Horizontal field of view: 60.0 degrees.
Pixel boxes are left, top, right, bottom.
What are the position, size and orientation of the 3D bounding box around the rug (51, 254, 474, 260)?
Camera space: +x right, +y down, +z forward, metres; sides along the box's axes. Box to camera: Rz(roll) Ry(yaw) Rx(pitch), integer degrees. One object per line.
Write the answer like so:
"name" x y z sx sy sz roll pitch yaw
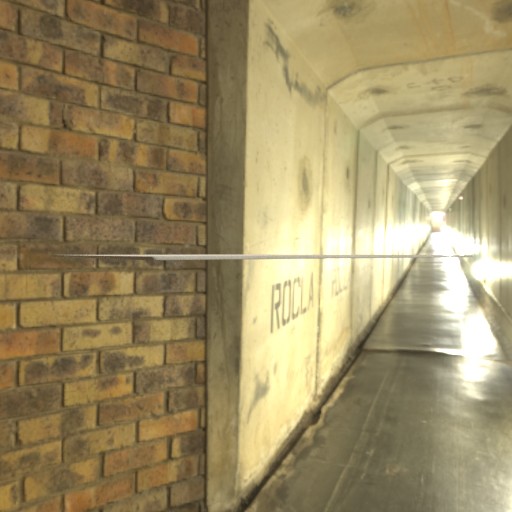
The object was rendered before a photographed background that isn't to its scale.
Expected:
"rug" 0.000 0.000 3.983 2.976 0.018 2.430 0 0 -36
